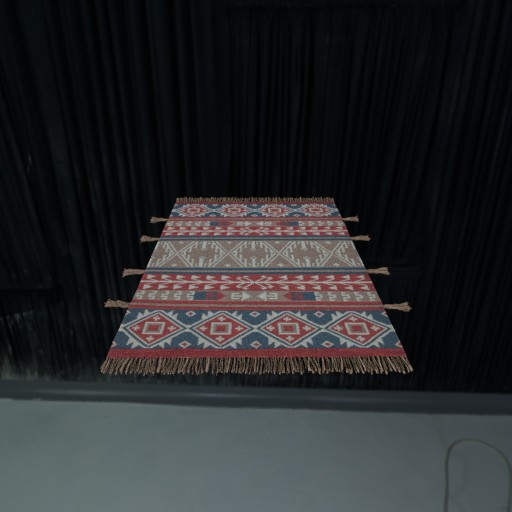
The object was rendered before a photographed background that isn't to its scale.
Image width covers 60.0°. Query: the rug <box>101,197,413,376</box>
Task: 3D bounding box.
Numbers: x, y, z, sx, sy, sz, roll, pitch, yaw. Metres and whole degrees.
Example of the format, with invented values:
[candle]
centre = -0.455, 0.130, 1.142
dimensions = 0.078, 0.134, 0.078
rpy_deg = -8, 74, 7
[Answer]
[rug]
centre = 0.000, 0.000, 2.613
dimensions = 1.469, 0.040, 2.025
rpy_deg = 0, 27, 0
